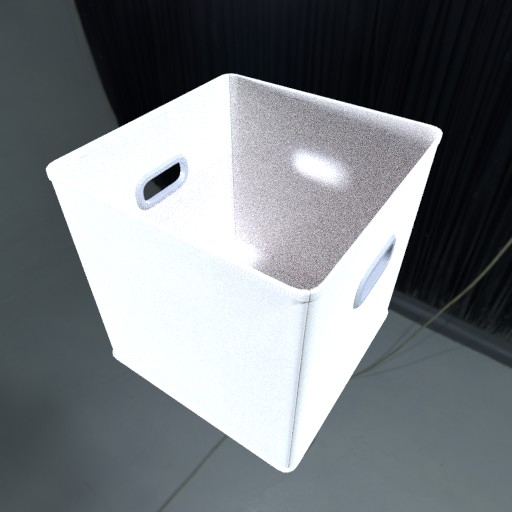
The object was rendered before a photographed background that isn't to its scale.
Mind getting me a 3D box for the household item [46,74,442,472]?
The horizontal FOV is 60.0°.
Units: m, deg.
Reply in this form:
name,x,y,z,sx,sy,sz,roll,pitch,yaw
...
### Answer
name,x,y,z,sx,sy,sz,roll,pitch,yaw
household item,0.000,0.000,0.560,0.305,0.305,0.305,25,48,25
